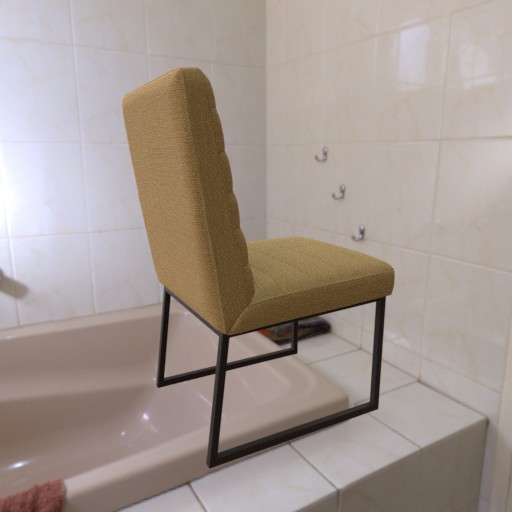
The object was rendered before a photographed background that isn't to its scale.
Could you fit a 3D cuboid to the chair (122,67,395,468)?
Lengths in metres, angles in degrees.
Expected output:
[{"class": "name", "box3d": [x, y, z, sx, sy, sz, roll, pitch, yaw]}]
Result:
[{"class": "chair", "box3d": [0.000, 0.000, 1.307, 0.634, 0.930, 0.520, -7, 14, -28]}]
